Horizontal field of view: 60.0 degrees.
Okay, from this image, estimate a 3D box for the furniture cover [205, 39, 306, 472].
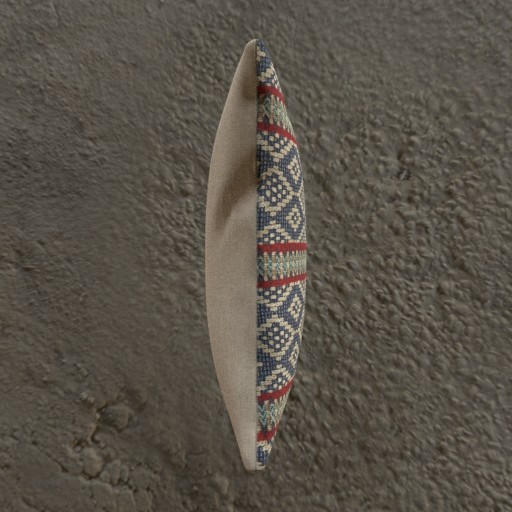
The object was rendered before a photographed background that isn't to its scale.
[{"bbox_3d":[0.000,0.000,0.648,0.139,0.431,0.431,0,90,0],"label":"furniture cover"}]
